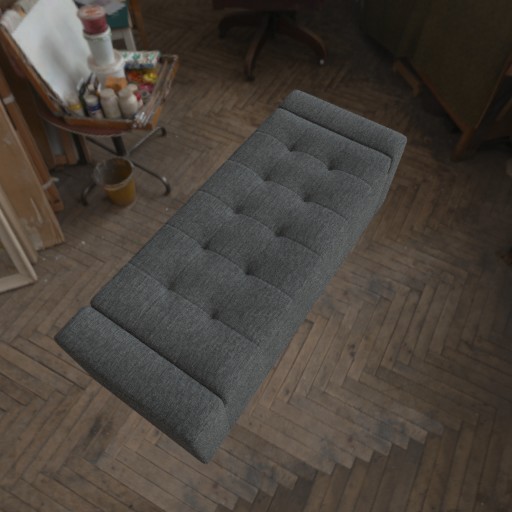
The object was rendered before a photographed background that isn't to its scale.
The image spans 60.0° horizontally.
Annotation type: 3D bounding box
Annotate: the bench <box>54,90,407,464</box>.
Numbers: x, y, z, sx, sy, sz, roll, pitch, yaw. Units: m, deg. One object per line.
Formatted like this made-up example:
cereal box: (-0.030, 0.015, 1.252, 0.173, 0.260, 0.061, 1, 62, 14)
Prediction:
bench: (0.000, 0.000, 1.610, 0.508, 0.445, 1.296, 30, 63, 17)
